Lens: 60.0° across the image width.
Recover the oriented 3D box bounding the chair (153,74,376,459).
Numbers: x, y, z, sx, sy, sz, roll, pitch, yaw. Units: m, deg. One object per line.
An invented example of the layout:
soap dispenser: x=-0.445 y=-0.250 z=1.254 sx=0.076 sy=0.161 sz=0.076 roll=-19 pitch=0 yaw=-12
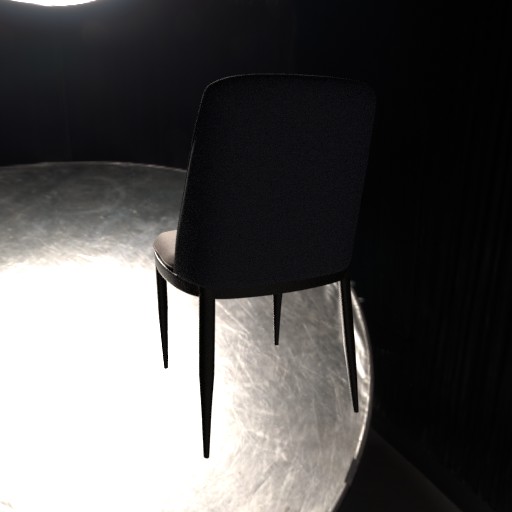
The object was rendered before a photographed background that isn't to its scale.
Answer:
chair: x=0.000 y=0.000 z=1.180 sx=0.480 sy=0.839 sz=0.551 roll=-7 pitch=17 yaw=-24
